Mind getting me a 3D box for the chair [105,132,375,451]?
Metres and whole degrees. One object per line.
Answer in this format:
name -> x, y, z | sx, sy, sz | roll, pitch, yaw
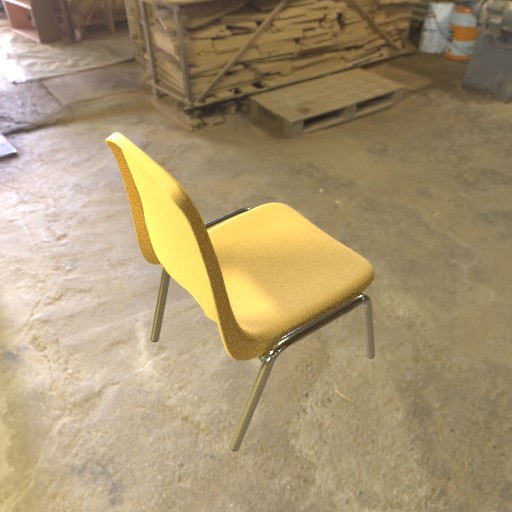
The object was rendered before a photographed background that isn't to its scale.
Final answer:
chair -> 0.000, 0.000, 0.803 | 0.385, 0.536, 0.354 | -26, 47, -27
